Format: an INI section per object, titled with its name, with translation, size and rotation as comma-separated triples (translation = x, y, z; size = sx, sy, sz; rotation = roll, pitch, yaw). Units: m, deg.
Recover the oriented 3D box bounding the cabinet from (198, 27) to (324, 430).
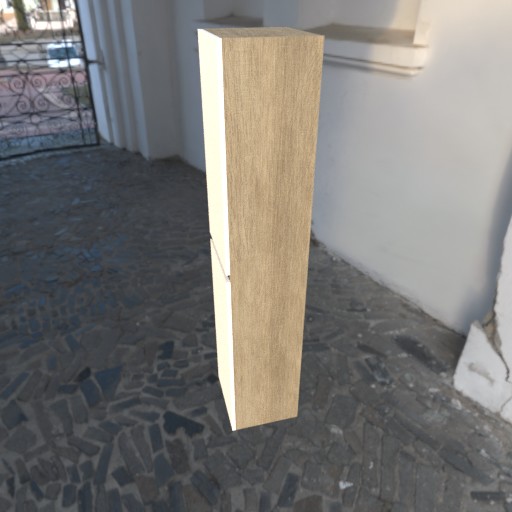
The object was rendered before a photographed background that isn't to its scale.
[cabinet]
translation = 0.000, 0.000, 1.548
size = 0.270, 1.400, 0.300
rotation = -8, 32, -13
